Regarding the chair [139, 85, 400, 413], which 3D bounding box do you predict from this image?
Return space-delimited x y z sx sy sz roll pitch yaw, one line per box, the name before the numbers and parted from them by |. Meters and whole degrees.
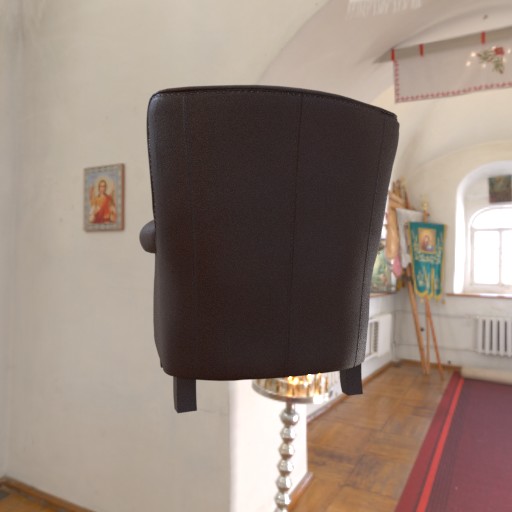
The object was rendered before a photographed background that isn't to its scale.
chair | 0.000 0.000 1.380 0.700 0.800 0.746 0 0 -17
